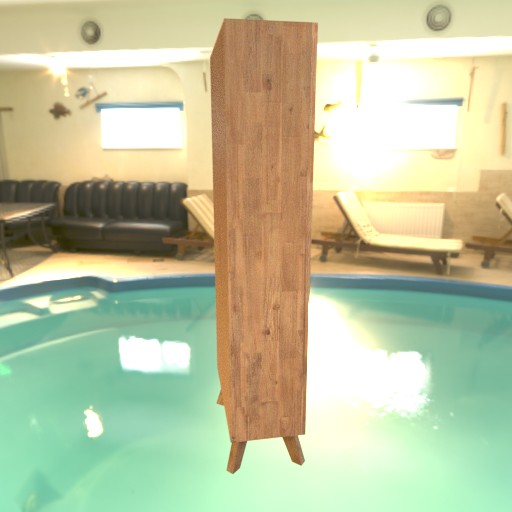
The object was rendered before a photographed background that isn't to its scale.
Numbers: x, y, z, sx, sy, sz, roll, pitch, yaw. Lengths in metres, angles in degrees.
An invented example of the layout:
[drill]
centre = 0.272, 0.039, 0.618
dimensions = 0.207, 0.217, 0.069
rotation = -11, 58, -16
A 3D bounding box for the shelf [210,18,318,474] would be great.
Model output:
[shelf]
centre = 0.000, 0.000, 1.512
dimensions = 0.267, 1.342, 0.491
rotation = -2, 14, -9
